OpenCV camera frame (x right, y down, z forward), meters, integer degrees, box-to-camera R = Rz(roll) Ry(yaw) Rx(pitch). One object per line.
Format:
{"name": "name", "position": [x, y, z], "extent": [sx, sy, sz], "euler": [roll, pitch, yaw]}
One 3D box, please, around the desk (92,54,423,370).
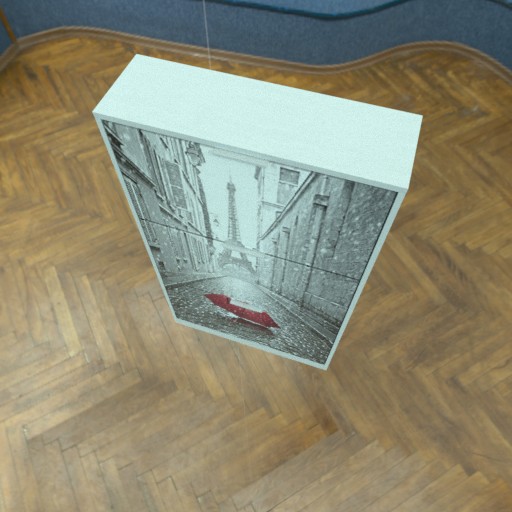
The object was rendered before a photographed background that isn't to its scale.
{"name": "desk", "position": [0.000, 0.000, 1.597], "extent": [0.750, 1.280, 0.250], "euler": [16, 60, 9]}
